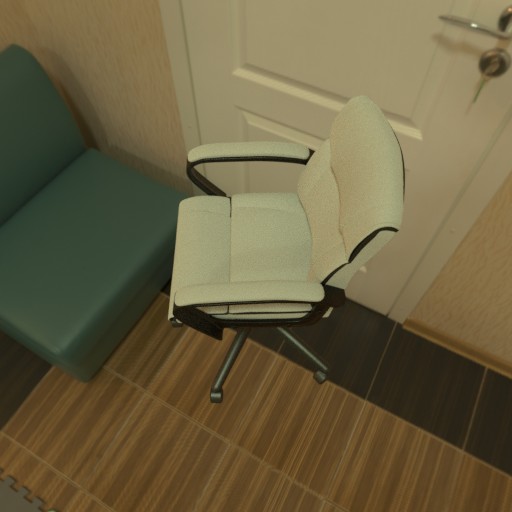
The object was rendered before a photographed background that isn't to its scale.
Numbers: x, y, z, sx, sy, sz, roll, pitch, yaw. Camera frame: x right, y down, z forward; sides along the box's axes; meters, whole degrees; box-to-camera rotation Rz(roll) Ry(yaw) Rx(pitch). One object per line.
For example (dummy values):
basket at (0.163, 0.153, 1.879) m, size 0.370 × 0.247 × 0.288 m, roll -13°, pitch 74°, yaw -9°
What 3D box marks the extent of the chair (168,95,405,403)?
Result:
chair at (0.000, 0.000, 1.493) m, size 0.717 × 1.004 × 0.739 m, roll 0°, pitch 58°, yaw 0°
